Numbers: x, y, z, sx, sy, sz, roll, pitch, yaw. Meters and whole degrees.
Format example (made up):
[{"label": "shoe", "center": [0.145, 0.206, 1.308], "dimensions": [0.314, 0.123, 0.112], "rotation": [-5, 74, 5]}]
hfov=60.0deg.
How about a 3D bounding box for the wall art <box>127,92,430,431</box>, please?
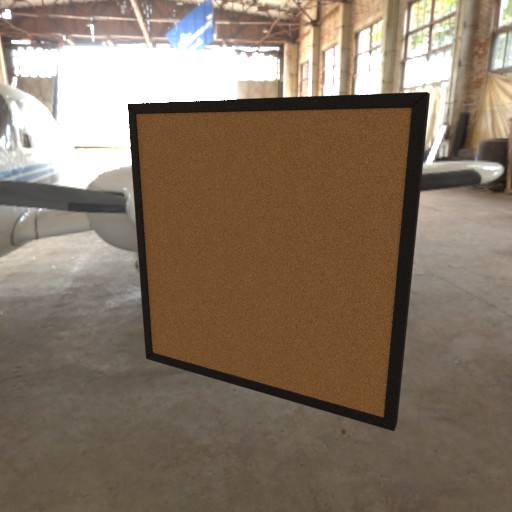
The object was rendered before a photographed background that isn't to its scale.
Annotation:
[{"label": "wall art", "center": [0.000, 0.000, 1.139], "dimensions": [0.763, 0.763, 0.037], "rotation": [8, 18, 26]}]
